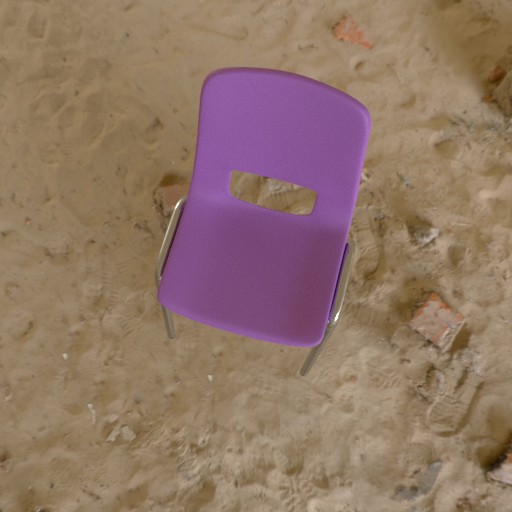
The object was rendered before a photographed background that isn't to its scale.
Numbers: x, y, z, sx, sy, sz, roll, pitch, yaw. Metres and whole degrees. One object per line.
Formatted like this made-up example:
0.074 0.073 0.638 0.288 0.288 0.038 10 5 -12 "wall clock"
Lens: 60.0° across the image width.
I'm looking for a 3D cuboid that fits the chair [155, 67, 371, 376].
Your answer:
0.000 0.000 0.680 0.291 0.493 0.301 15 76 4 "chair"
